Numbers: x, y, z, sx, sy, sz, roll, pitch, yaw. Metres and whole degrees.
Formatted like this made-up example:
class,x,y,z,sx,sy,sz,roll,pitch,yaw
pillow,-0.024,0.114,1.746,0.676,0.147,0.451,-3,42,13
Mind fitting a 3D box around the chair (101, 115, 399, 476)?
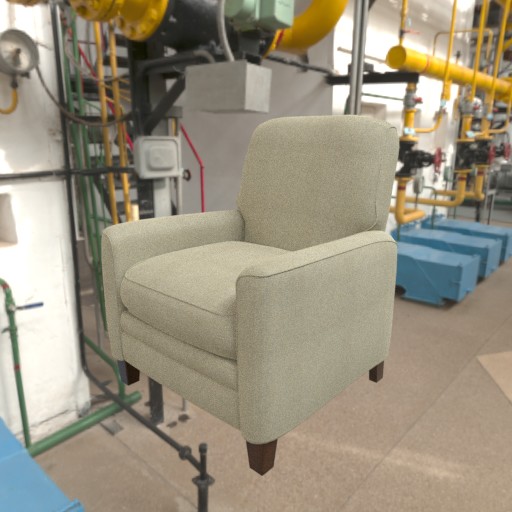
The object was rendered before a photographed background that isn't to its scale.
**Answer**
class,x,y,z,sx,sy,sz,roll,pitch,yaw
chair,0.000,0.000,1.633,0.850,1.006,0.853,14,20,41
